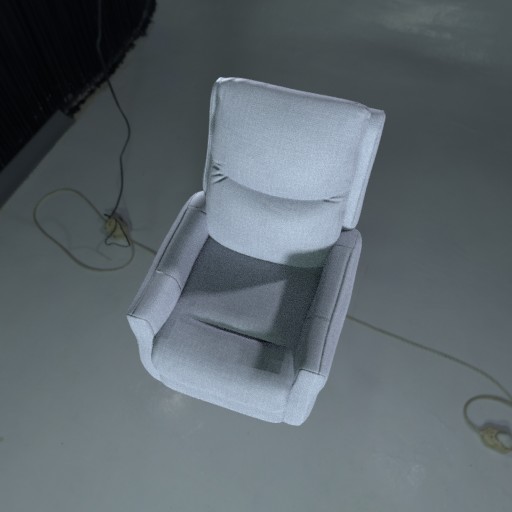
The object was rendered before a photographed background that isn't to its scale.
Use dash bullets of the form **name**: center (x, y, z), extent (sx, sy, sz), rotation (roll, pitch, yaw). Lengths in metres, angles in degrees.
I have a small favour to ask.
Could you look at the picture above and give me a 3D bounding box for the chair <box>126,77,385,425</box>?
- **chair**: center (0.000, 0.000, 1.830), extent (0.829, 1.030, 1.080), rotation (15, 59, 10)
